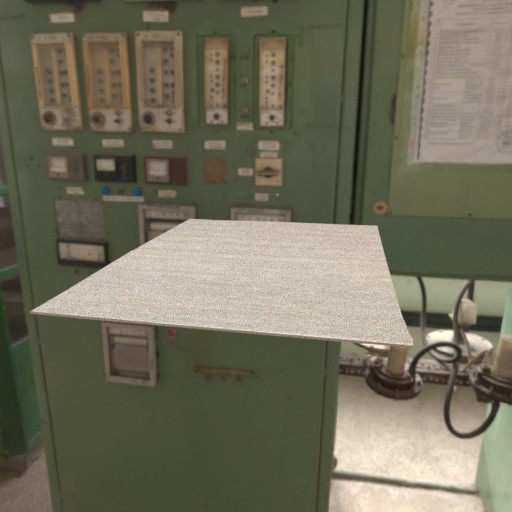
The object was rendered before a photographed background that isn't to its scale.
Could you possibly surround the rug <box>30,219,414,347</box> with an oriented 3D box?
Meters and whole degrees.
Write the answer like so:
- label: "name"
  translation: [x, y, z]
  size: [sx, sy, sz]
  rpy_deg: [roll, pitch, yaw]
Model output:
- label: "rug"
  translation: [0.000, 0.000, 4.758]
  size: [2.757, 0.051, 3.626]
  rpy_deg: [3, 16, 11]
